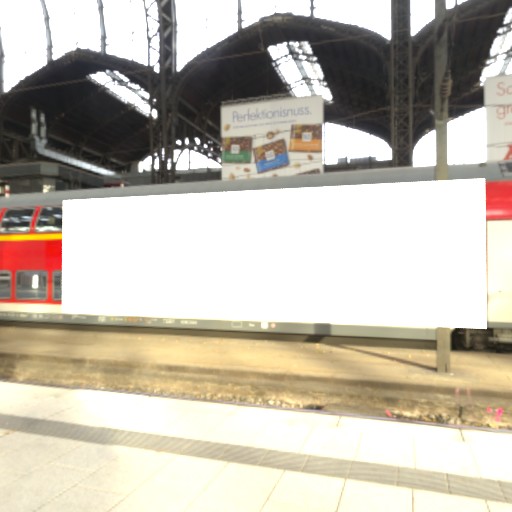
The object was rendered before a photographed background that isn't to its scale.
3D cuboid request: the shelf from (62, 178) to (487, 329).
[{"bbox_3d":[0.000,0.000,1.129,1.020,0.300,0.200,0,-1,17],"label":"shelf"}]
